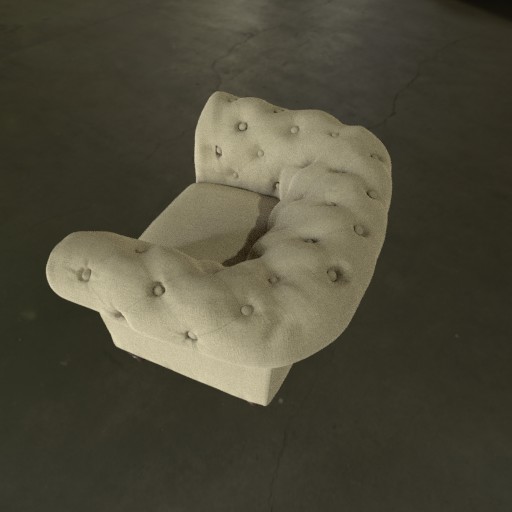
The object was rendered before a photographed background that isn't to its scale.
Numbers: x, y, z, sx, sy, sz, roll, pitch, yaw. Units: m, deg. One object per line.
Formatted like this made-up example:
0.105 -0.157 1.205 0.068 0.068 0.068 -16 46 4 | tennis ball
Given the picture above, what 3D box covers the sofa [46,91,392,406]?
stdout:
0.000 0.000 1.992 1.034 0.878 1.405 16 47 15 | sofa
